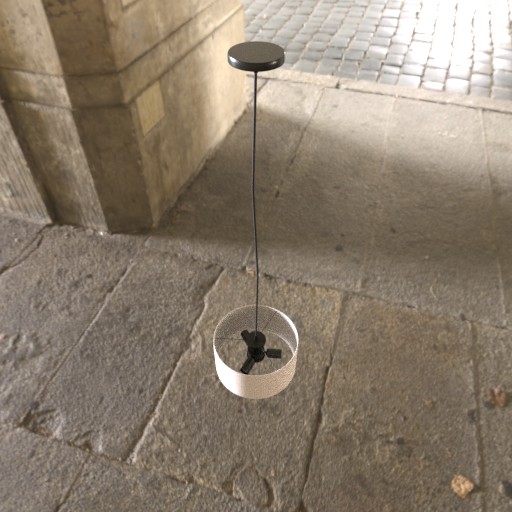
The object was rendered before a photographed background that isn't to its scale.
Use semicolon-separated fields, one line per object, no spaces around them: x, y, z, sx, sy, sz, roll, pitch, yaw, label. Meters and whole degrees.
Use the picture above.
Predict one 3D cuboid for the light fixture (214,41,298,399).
0.000;0.000;1.697;0.399;1.516;0.399;0;45;0;light fixture
